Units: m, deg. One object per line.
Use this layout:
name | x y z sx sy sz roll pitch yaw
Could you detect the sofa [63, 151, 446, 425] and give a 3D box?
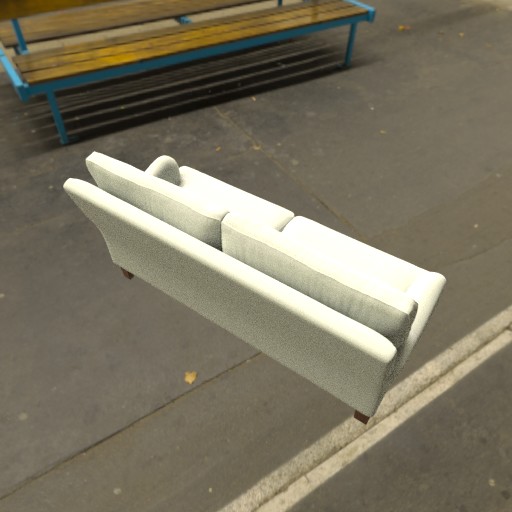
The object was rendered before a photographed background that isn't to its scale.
sofa | 0.000 0.000 2.854 2.193 1.096 1.069 27 51 24
